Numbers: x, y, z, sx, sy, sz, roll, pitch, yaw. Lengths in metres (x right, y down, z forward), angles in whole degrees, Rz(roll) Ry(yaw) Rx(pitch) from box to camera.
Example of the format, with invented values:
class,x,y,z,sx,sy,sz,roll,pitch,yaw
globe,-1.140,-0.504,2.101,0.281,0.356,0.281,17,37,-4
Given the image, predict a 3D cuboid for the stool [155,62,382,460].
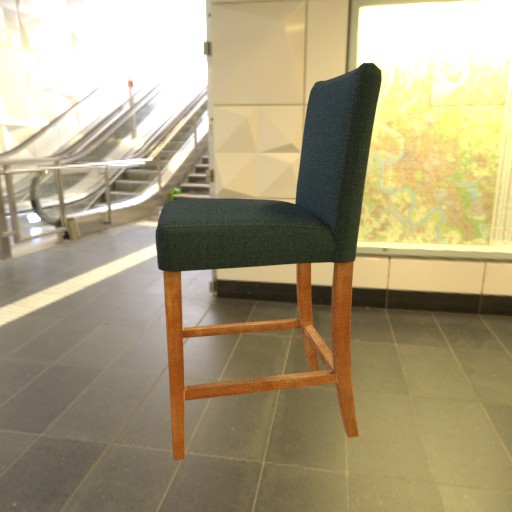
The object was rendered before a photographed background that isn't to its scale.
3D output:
class,x,y,z,sx,sy,sz,roll,pitch,yaw
stool,0.000,0.000,1.337,0.567,1.039,0.454,-3,15,-9
